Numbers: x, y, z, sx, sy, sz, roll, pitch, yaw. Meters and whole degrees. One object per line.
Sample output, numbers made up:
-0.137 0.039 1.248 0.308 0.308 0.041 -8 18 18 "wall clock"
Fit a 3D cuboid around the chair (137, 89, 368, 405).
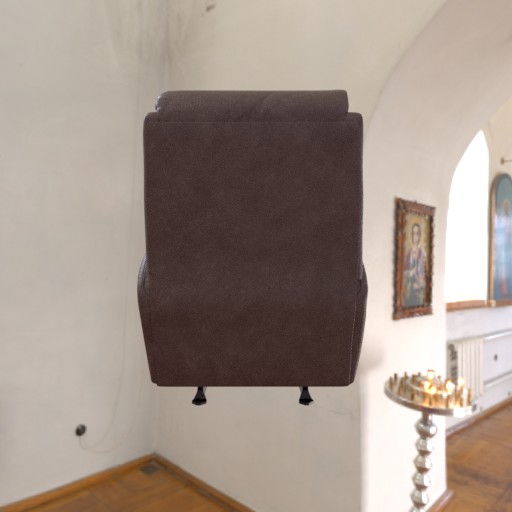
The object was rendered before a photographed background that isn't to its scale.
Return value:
0.000 0.000 1.852 0.865 1.067 1.067 0 0 0 "chair"
